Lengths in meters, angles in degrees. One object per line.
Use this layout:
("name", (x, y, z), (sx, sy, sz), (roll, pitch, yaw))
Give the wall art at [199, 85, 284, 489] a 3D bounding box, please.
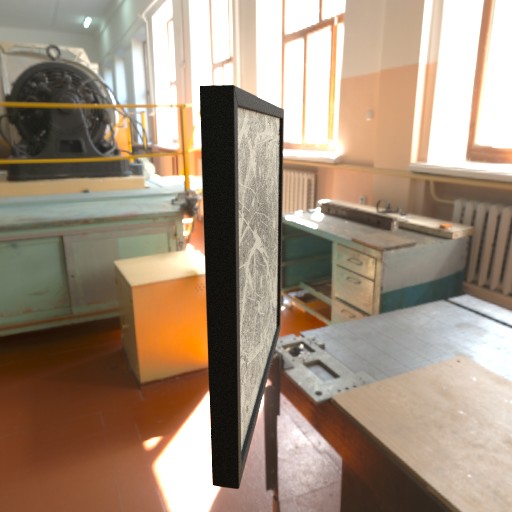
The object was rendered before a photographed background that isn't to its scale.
("wall art", (0.000, 0.000, 0.769), (0.037, 0.508, 0.508), (3, 16, 9))
